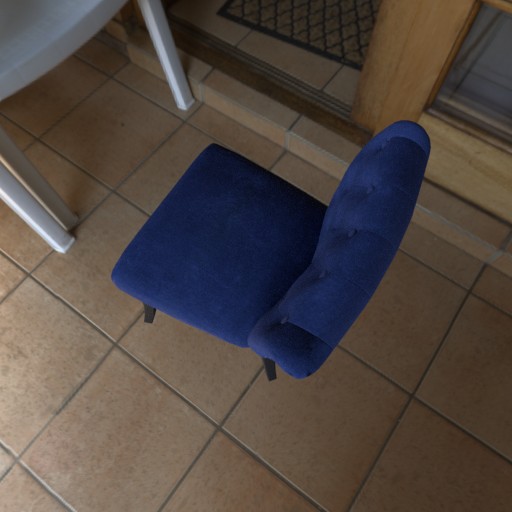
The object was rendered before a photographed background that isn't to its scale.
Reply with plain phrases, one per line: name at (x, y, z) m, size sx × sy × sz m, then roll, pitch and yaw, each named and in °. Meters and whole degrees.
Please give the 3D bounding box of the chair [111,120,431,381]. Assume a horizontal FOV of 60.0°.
chair at (0.000, 0.000, 1.201) m, size 0.606 × 0.753 × 0.585 m, roll 28°, pitch 69°, yaw 12°
